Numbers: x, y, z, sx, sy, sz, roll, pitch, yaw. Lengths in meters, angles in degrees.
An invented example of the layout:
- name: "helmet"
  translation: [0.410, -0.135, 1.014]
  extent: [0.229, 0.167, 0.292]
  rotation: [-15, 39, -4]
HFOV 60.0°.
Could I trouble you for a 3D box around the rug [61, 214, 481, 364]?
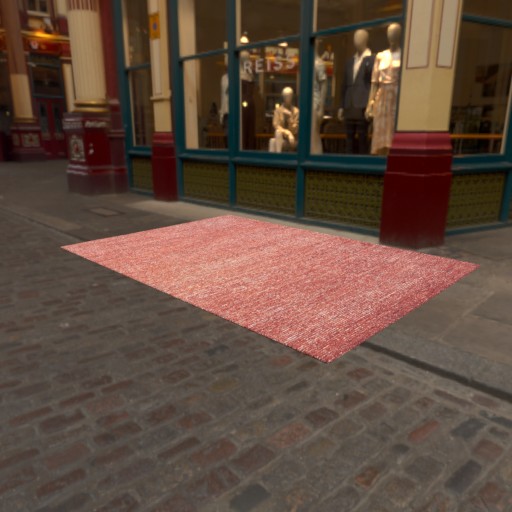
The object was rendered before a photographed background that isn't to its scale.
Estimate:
- name: "rug"
  translation: [0.000, 0.000, 5.069]
  extent: [3.965, 0.025, 2.803]
  rotation: [15, 22, 42]
